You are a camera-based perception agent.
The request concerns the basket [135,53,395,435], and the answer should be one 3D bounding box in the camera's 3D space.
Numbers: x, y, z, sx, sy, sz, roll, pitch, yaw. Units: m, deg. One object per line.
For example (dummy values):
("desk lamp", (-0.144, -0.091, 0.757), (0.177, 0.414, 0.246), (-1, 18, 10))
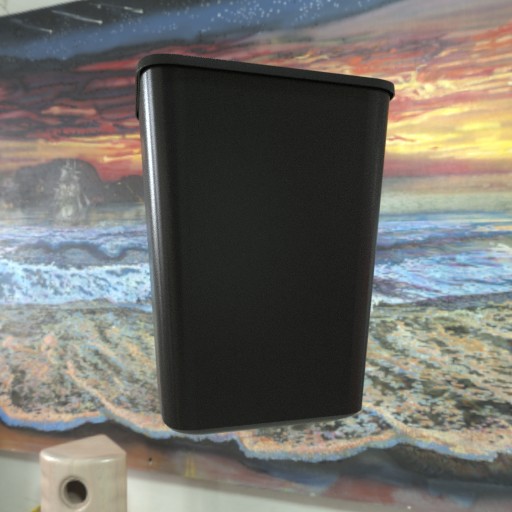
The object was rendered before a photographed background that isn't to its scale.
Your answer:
("basket", (0.000, 0.000, 0.747), (0.394, 0.521, 0.287), (0, 0, -15))
